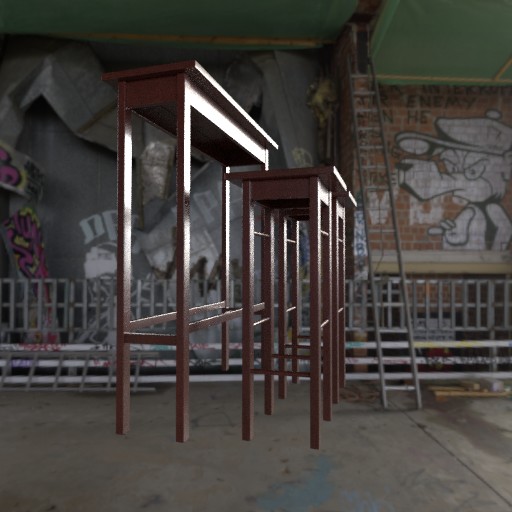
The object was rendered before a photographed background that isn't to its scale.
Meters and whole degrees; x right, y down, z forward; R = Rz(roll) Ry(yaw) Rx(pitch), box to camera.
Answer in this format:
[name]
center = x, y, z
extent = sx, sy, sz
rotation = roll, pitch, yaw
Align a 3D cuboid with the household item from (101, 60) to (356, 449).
[household item]
center = 0.000, 0.000, 1.639
extent = 0.676, 1.067, 0.914
rotation = 0, -1, 17
